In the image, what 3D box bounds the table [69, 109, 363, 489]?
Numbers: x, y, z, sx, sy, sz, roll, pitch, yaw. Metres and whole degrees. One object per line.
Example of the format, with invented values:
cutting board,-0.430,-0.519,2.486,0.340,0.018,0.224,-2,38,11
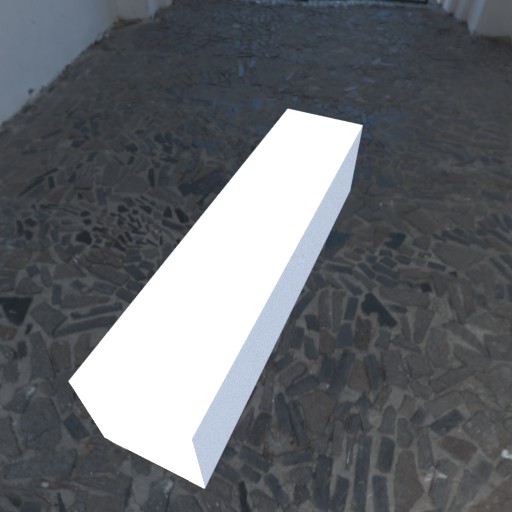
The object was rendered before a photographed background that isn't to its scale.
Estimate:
table,0.000,0.000,1.835,0.390,0.420,1.650,18,49,16
